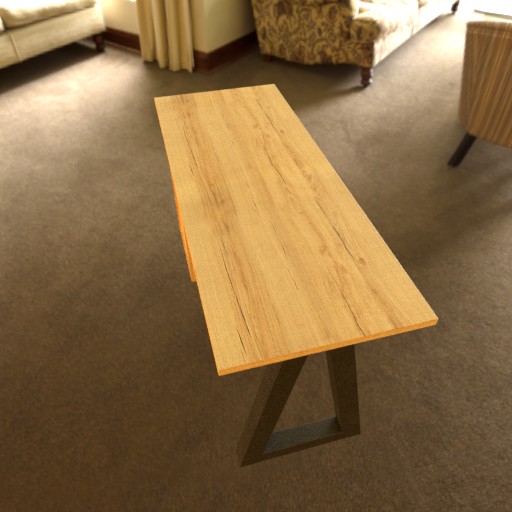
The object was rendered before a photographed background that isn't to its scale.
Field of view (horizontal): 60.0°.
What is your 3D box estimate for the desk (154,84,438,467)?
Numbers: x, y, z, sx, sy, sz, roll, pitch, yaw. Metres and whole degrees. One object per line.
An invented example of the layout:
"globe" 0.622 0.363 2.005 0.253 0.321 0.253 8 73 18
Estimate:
"desk" 0.000 0.000 1.783 0.550 0.760 1.400 -11 46 -11
